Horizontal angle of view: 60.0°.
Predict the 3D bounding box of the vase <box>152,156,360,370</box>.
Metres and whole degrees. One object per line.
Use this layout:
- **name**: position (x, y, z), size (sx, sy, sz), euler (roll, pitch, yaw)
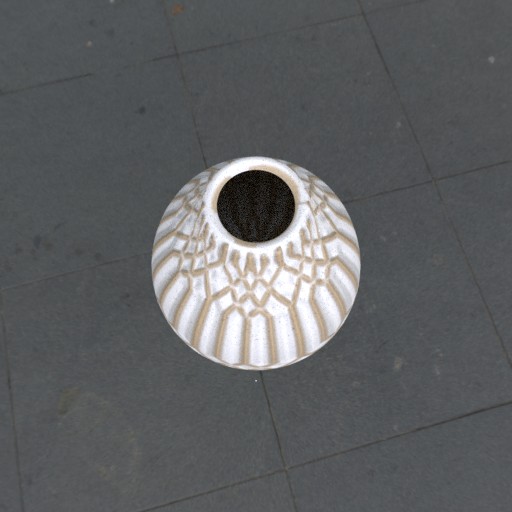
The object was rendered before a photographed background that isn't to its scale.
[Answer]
- **vase**: position (0.000, 0.000, 0.321), size (0.159, 0.200, 0.159), euler (0, 74, 0)
